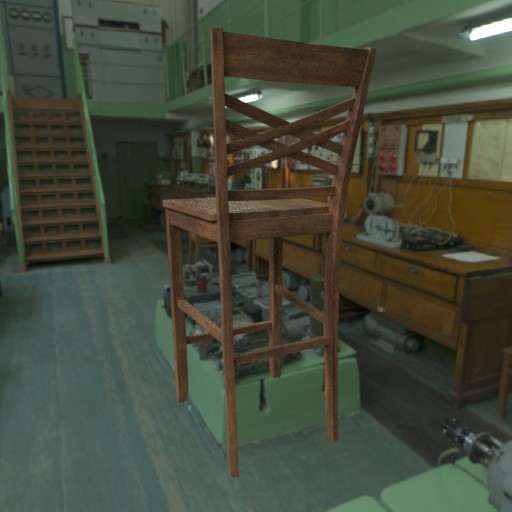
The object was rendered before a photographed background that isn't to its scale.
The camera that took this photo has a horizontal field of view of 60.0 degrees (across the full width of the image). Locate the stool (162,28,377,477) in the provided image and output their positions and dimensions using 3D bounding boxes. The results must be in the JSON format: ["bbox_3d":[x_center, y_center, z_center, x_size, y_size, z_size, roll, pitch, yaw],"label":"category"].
[{"bbox_3d":[0.000,0.000,1.321,0.433,1.105,0.487,-7,15,-26],"label":"stool"}]
